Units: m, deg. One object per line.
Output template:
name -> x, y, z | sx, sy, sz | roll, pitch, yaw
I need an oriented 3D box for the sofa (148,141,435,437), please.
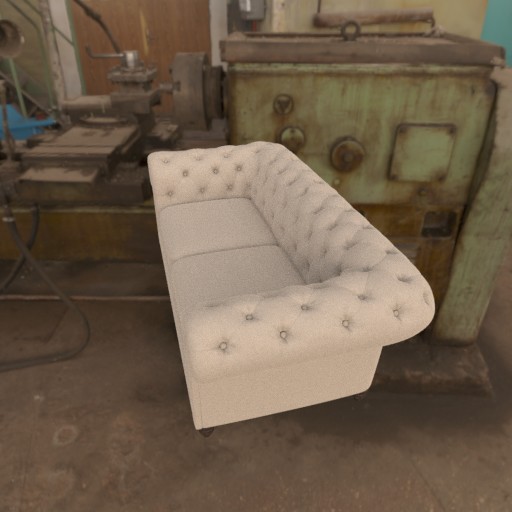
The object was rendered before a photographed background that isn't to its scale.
sofa -> 0.000, 0.000, 2.458 | 0.986, 0.764, 1.998 | -8, 32, -13
